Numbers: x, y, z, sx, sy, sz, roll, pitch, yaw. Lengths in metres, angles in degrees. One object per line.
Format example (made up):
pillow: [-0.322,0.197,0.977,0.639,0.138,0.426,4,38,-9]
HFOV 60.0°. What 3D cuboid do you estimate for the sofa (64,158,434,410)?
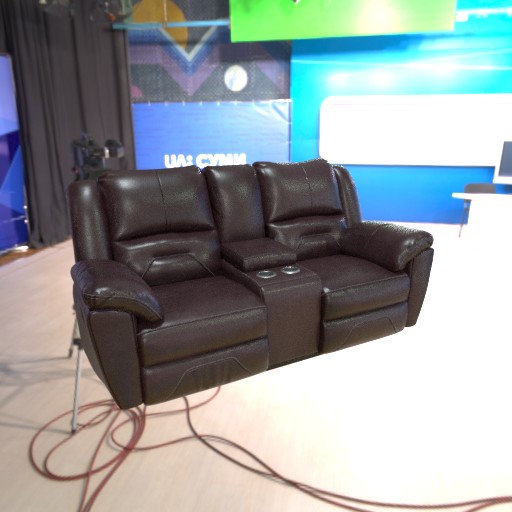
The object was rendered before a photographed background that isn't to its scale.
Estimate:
sofa: [0.000,0.000,2.661,2.058,1.043,0.991,-9,19,-27]
